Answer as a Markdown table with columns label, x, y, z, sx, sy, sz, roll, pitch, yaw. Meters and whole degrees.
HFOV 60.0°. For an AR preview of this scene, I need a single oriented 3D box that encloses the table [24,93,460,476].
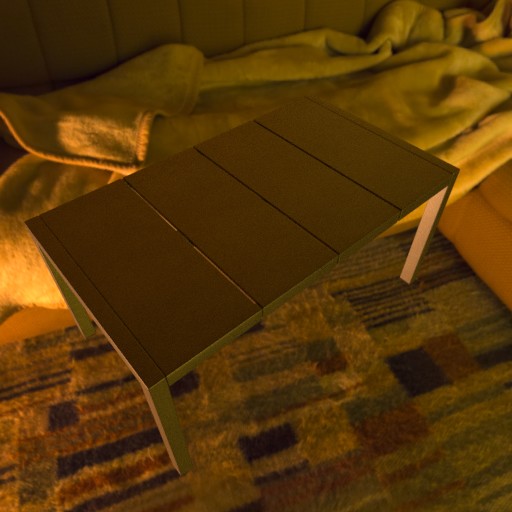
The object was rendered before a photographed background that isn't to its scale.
| label | x | y | z | sx | sy | sz | roll | pitch | yaw |
| --- | --- | --- | --- | --- | --- | --- | --- | --- | --- |
| table | 0.000 | 0.000 | 1.280 | 0.965 | 0.460 | 0.559 | -32 | 55 | -26 |
